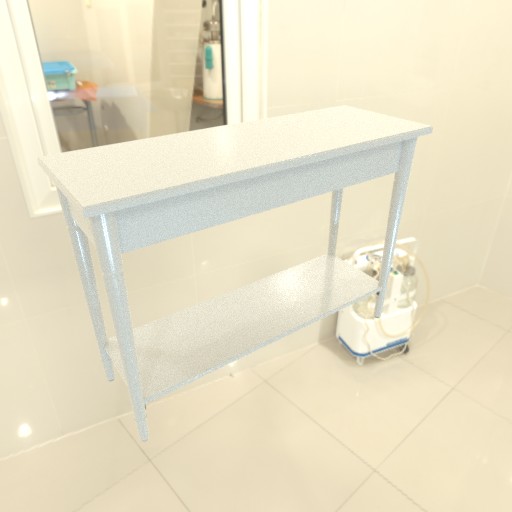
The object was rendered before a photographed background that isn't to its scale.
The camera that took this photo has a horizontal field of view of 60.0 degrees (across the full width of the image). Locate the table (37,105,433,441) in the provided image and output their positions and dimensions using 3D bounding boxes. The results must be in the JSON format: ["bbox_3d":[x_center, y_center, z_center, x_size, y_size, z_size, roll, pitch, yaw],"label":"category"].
[{"bbox_3d":[0.000,0.000,1.422,1.067,0.749,0.381,-20,36,-30],"label":"table"}]
